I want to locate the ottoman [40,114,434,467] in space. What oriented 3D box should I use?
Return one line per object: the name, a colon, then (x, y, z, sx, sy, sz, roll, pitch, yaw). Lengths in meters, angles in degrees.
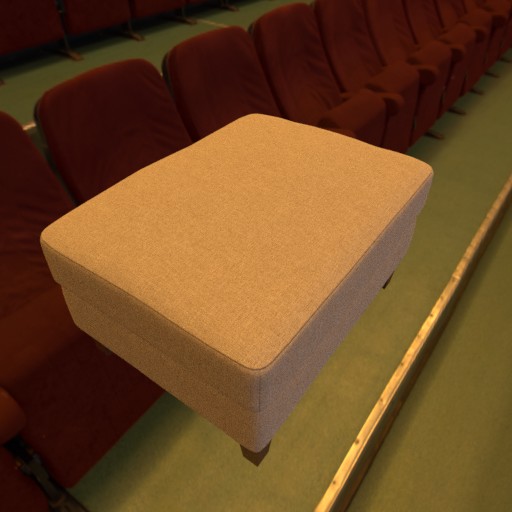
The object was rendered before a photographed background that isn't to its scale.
ottoman: (0.000, 0.000, 1.289, 0.677, 0.519, 0.898, 25, 47, 26)
